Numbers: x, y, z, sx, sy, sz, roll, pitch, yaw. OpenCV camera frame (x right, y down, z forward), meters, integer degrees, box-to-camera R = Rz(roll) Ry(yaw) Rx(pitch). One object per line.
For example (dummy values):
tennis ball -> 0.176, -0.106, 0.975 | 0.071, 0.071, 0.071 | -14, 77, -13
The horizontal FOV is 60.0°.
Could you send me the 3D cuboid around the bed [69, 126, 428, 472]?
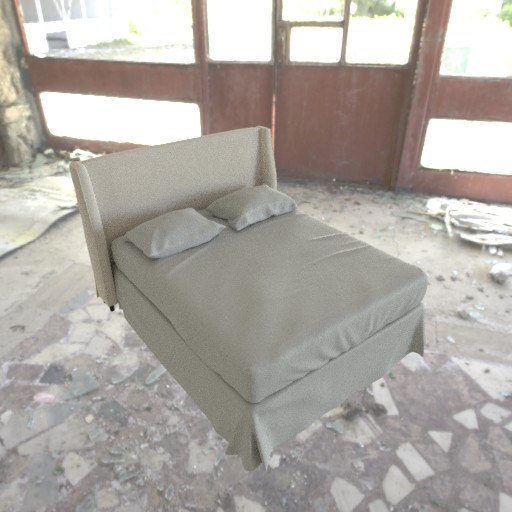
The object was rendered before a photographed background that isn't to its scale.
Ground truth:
bed -> 0.000, 0.000, 3.454 | 1.925, 1.332, 2.276 | -21, 36, -32
